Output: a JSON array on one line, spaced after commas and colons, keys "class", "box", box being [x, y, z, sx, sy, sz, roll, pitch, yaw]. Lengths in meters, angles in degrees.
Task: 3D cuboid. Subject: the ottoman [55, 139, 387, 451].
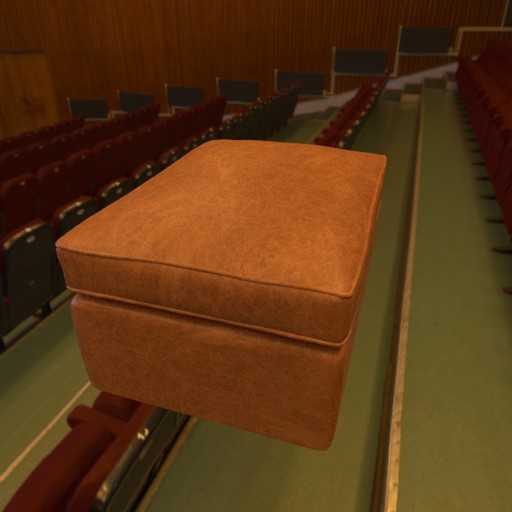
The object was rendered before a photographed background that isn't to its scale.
[{"class": "ottoman", "box": [0.000, 0.000, 1.117, 0.554, 0.468, 0.756, 9, 31, 16]}]
